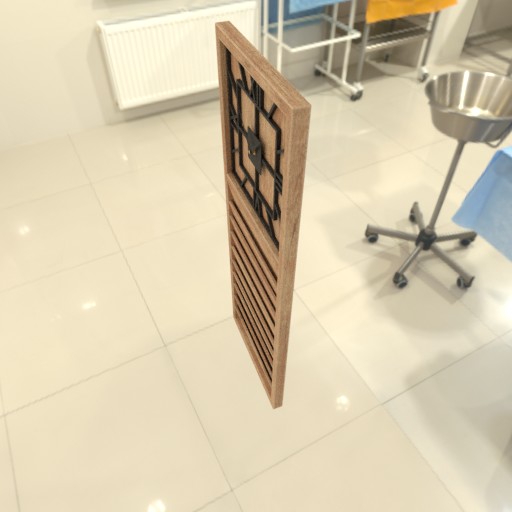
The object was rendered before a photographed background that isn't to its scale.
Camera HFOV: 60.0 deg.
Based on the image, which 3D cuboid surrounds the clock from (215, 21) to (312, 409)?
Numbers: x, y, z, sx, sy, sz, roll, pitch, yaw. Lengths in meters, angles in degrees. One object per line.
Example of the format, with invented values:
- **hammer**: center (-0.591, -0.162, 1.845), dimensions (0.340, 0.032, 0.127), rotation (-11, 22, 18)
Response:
- **clock**: center (0.000, 0.000, 1.092), dimensions (0.030, 0.965, 0.361), rotation (-16, 48, -15)
